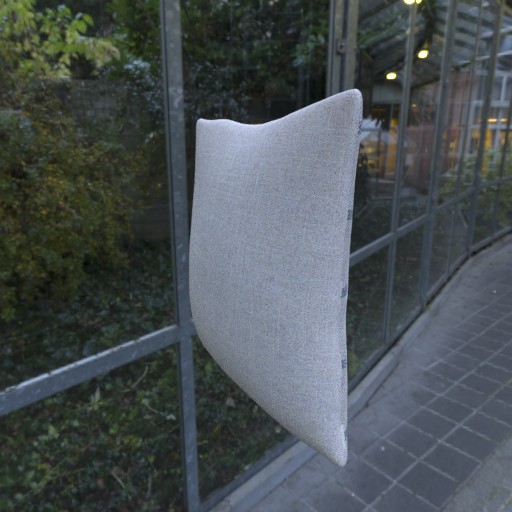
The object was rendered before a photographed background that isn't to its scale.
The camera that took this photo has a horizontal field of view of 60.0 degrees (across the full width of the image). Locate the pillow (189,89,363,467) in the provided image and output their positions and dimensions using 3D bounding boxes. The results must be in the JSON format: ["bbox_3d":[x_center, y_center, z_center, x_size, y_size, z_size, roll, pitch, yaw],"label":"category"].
[{"bbox_3d":[0.000,0.000,0.857,0.192,0.558,0.578,-8,16,-27],"label":"pillow"}]
